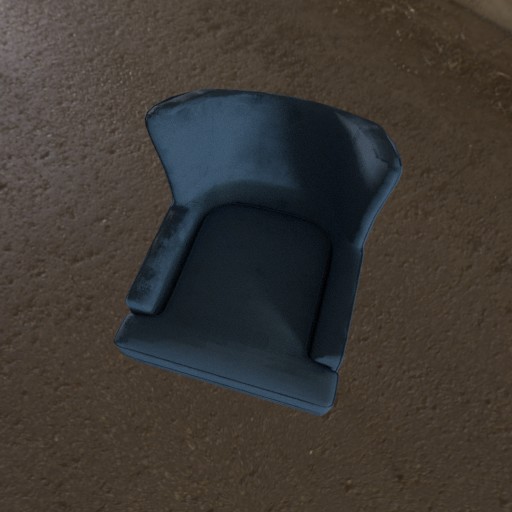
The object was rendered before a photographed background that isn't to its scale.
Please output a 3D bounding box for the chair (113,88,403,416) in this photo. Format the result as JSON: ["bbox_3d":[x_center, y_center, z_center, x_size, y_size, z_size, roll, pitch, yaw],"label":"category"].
[{"bbox_3d":[0.000,0.000,1.650,0.793,0.952,0.910,14,61,8],"label":"chair"}]
